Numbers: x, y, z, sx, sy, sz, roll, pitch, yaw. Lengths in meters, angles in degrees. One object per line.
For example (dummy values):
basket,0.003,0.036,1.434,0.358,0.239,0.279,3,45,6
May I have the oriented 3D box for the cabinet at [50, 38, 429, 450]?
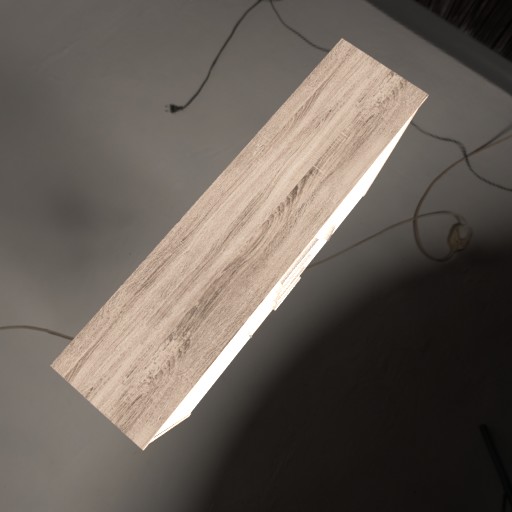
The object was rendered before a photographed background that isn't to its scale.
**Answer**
cabinet,0.000,0.000,1.840,0.380,0.900,1.450,38,79,9
